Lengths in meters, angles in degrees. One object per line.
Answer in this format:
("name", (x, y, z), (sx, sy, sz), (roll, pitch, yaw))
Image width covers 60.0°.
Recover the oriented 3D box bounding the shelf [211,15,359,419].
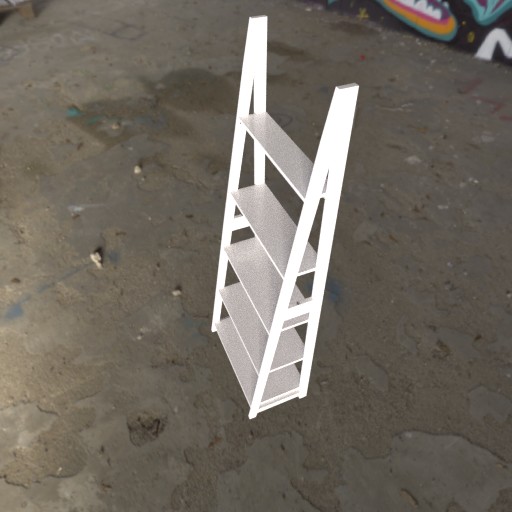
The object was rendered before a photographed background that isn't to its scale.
("shelf", (0.000, 0.000, 1.998), (0.341, 1.779, 0.636), (-17, 48, -16))
